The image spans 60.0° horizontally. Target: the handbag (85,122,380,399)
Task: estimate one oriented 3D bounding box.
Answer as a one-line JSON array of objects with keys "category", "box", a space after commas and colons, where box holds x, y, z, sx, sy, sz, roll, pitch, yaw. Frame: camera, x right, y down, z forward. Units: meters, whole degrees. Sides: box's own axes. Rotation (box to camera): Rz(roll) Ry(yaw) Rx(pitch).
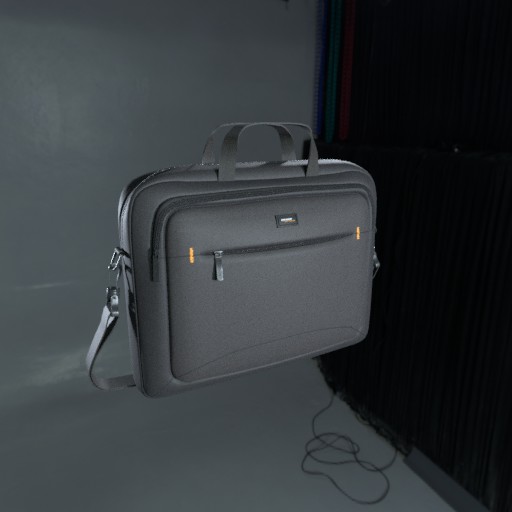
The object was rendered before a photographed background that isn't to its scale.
[{"category": "handbag", "box": [0.000, 0.000, 0.573, 0.429, 0.330, 0.126, -8, 18, -27]}]
